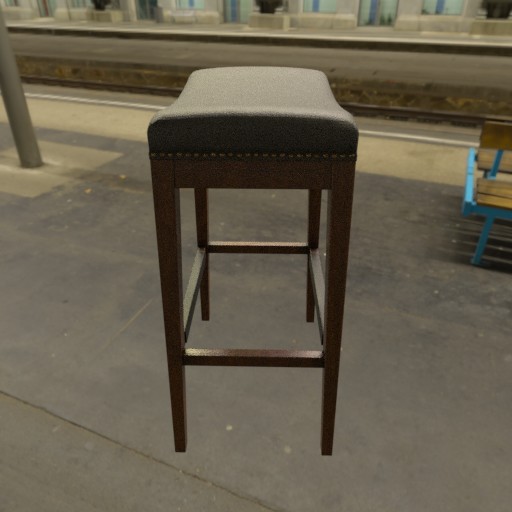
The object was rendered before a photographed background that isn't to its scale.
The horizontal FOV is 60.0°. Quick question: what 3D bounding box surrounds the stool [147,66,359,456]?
[{"bbox_3d":[0.000,0.000,1.035,0.361,0.765,0.500,1,31,1],"label":"stool"}]
